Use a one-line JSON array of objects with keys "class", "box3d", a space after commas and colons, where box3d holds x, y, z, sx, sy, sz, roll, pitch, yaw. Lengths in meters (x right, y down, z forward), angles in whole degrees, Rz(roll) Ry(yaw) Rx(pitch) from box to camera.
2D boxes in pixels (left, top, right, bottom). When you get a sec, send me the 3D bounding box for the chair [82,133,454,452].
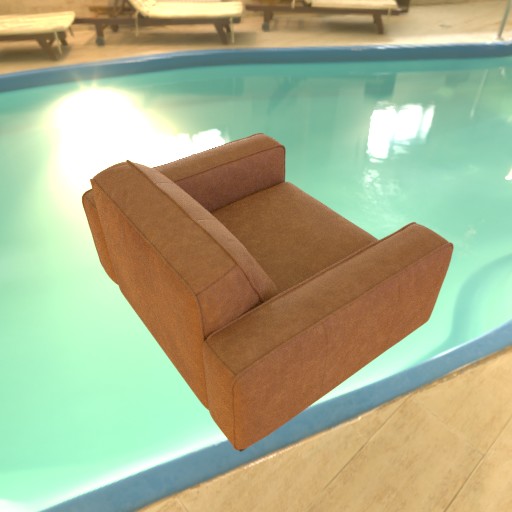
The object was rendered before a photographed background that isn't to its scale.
[{"class": "chair", "box3d": [0.000, 0.000, 1.757, 0.952, 0.782, 1.118, -26, 47, -27]}]
